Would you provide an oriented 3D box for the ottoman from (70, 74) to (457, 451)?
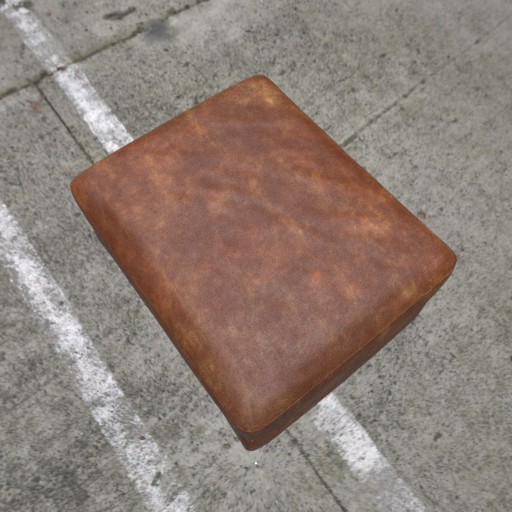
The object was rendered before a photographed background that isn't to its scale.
[{"bbox_3d":[0.000,0.000,1.156,0.603,0.476,0.751,-35,70,-15],"label":"ottoman"}]
